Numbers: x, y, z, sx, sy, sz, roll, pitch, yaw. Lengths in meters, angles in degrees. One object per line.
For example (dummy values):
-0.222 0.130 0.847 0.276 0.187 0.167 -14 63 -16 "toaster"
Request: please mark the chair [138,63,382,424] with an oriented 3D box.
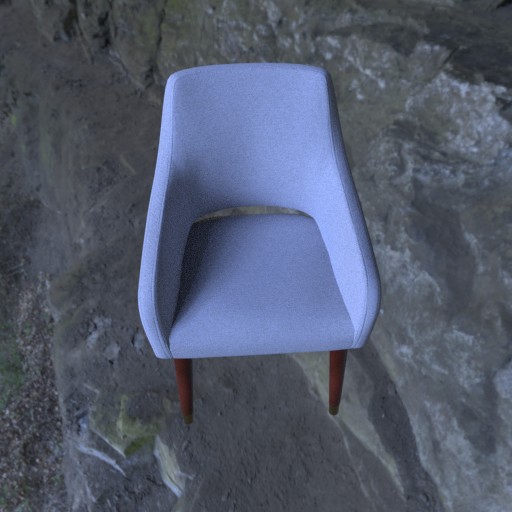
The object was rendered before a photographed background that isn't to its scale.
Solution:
0.000 0.000 1.306 0.609 0.889 0.600 -3 46 -3 "chair"
